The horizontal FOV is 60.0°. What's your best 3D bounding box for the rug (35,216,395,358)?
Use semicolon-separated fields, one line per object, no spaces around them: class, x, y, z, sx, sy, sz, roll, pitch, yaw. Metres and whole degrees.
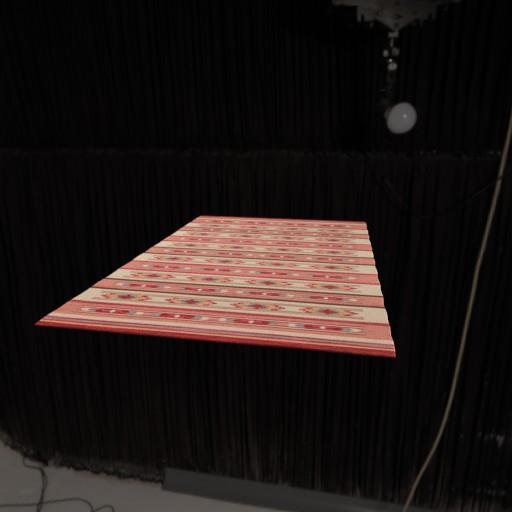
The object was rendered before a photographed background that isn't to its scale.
rug;0.000;0.000;2.950;1.535;0.010;2.431;3;17;10
